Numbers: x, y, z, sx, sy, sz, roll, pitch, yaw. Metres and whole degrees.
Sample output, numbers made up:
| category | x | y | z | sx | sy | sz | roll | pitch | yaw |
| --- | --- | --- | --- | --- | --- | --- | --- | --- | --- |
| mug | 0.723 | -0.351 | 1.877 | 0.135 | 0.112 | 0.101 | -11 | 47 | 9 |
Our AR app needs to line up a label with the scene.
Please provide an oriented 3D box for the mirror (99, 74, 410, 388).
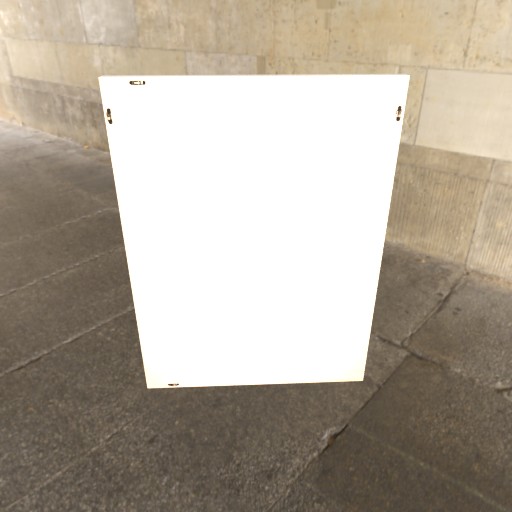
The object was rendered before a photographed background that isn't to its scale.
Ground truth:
| category | x | y | z | sx | sy | sz | roll | pitch | yaw |
| --- | --- | --- | --- | --- | --- | --- | --- | --- | --- |
| mirror | 0.000 | 0.000 | 1.339 | 0.762 | 1.016 | 0.040 | -1 | 28 | -2 |
